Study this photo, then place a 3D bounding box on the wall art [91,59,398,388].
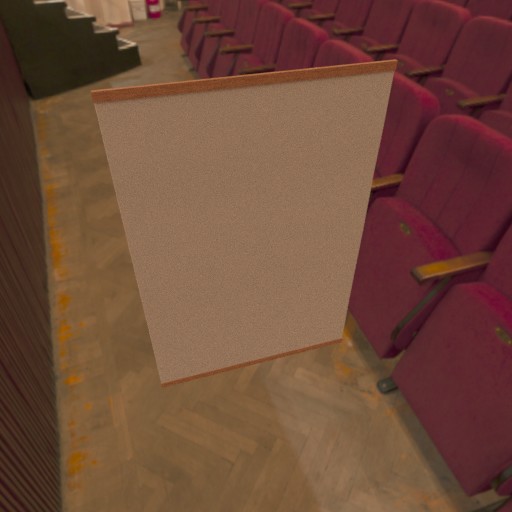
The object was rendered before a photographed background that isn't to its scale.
[{"bbox_3d":[0.000,0.000,1.911,1.019,1.527,0.019,-11,42,-13],"label":"wall art"}]
